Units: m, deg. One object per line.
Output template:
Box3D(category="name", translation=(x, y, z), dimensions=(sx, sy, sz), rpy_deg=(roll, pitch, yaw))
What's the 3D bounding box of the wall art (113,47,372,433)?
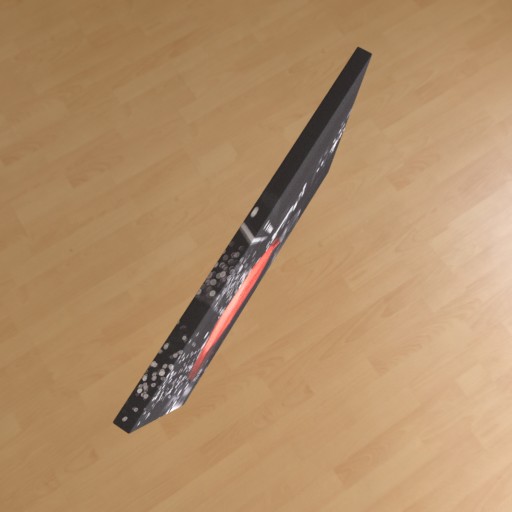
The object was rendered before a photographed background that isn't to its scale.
Box3D(category="wall art", translation=(0.000, 0.000, 1.171), dimensions=(0.038, 0.609, 0.914), rpy_deg=(31, 78, 7))
